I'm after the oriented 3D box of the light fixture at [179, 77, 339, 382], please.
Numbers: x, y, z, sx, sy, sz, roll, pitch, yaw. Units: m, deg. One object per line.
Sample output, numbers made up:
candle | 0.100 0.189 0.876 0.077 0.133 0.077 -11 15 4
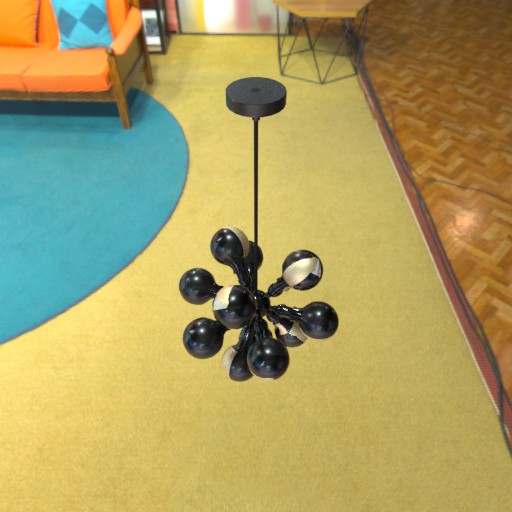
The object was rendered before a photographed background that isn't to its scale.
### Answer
light fixture | 0.000 0.000 1.106 0.468 0.859 0.420 -31 53 -26
